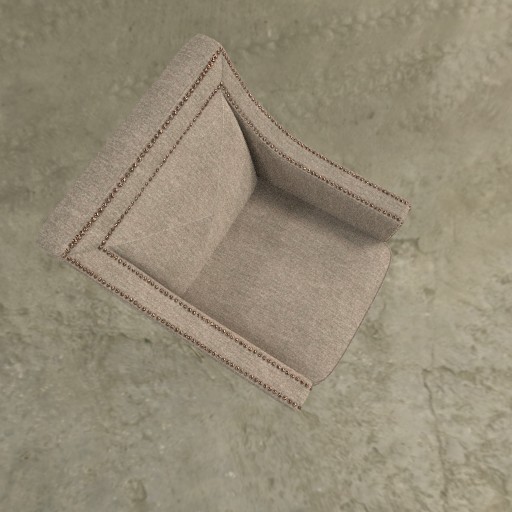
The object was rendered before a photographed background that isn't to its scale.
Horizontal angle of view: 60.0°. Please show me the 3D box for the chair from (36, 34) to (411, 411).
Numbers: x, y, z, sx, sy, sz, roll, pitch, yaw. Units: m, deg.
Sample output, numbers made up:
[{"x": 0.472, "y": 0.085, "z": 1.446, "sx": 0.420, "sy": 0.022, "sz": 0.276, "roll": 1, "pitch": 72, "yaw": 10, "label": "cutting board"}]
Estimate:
[{"x": 0.000, "y": 0.000, "z": 1.597, "sx": 0.884, "sy": 0.967, "sz": 0.776, "roll": 30, "pitch": 76, "yaw": 8, "label": "chair"}]
